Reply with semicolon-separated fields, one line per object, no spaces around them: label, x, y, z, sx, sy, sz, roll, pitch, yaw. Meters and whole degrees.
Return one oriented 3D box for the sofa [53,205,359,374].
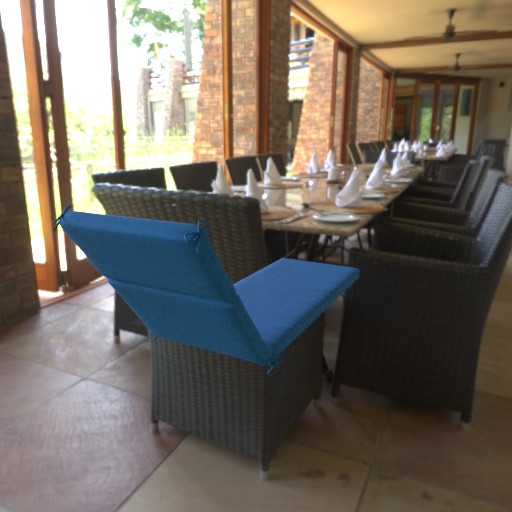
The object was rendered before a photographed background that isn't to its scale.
sofa;0.000;0.000;1.997;0.582;0.622;1.663;8;17;27
